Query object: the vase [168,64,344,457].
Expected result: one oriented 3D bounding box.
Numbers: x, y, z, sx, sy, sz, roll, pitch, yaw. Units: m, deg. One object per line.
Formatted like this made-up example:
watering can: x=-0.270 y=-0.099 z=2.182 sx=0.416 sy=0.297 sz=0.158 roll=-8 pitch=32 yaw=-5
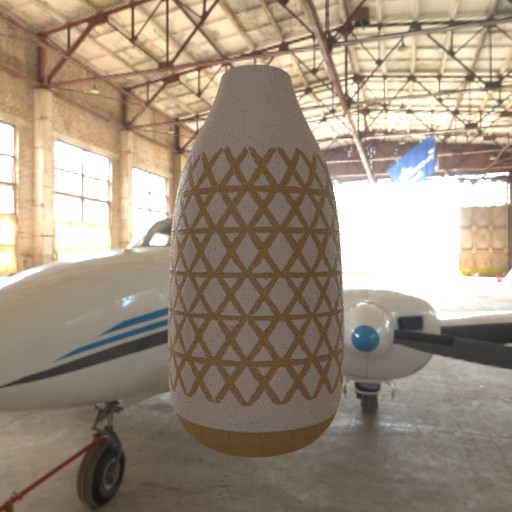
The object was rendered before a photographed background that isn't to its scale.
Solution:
vase: x=0.000 y=0.000 z=0.475 sx=0.186 sy=0.380 sz=0.186 roll=0 pitch=0 yaw=0
